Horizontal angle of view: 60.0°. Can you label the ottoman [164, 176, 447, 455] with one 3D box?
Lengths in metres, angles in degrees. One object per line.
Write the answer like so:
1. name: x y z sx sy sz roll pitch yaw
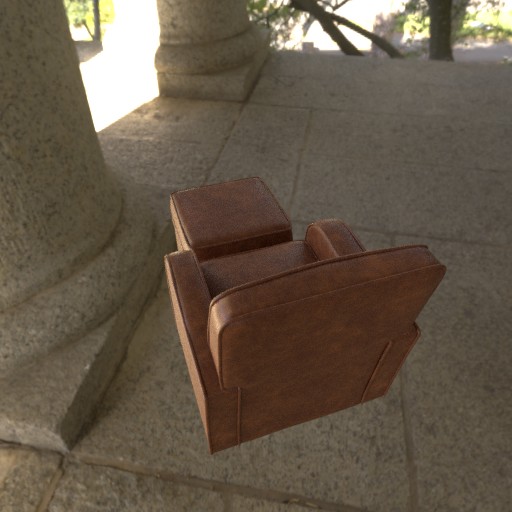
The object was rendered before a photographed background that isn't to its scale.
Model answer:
1. ottoman: 0.000 0.000 1.823 0.732 0.904 1.314 -13 43 -14
